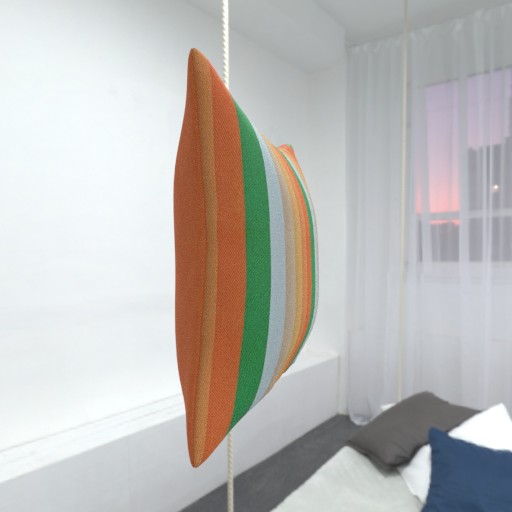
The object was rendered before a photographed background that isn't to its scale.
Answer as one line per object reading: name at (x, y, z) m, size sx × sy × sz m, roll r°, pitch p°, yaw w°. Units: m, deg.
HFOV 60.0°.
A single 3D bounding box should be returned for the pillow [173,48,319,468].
pillow at (0.000, 0.000, 0.681) m, size 0.169 × 0.444 × 0.453 m, roll 0°, pitch 1°, yaw 17°
